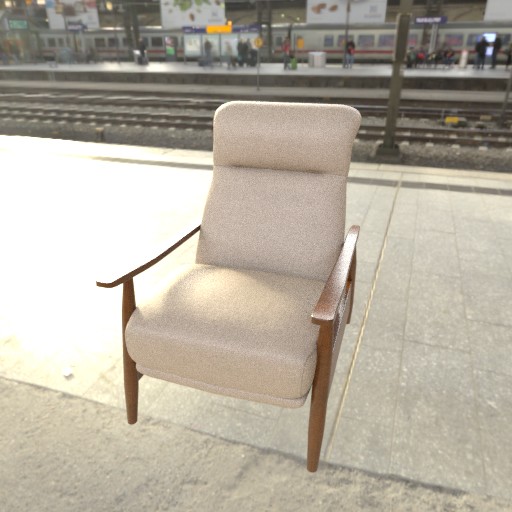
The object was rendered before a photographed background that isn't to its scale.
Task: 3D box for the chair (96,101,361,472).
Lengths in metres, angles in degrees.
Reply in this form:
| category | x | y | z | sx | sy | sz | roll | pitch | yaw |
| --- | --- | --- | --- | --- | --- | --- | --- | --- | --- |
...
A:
| category | x | y | z | sx | sy | sz | roll | pitch | yaw |
| --- | --- | --- | --- | --- | --- | --- | --- | --- | --- |
| chair | 0.000 | 0.000 | 1.787 | 0.762 | 1.082 | 1.030 | 8 | 26 | 16 |
